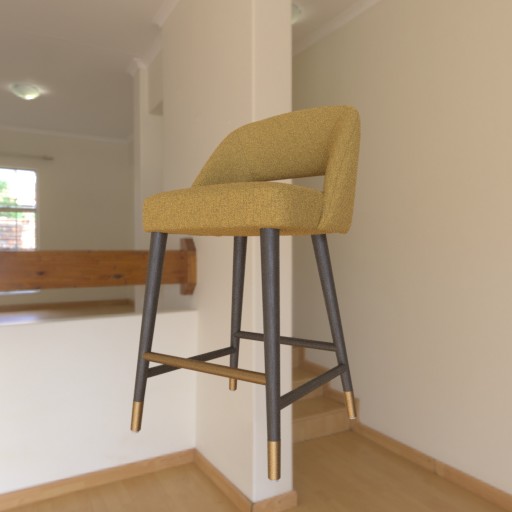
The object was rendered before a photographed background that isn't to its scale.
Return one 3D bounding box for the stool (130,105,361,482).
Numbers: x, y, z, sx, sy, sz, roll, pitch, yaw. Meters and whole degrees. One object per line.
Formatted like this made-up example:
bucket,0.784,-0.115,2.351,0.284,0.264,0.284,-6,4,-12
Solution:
stool,0.000,0.000,1.255,0.536,0.939,0.522,1,1,35
